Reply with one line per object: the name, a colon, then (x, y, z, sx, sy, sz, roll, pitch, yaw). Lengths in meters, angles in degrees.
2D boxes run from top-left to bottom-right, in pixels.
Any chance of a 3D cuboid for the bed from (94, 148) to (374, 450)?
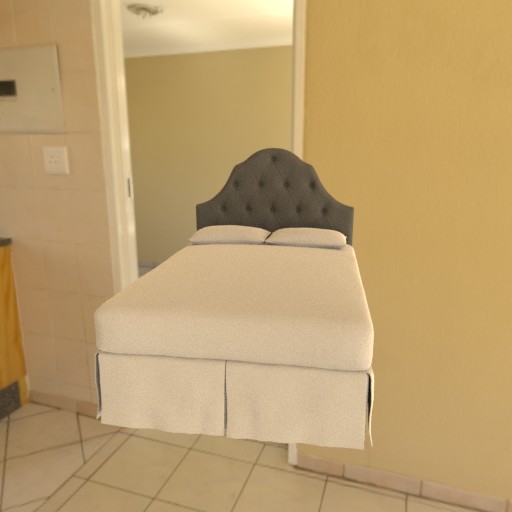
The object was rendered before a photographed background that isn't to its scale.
bed: (0.000, 0.000, 3.318, 1.636, 1.575, 2.155, 2, 14, 9)
